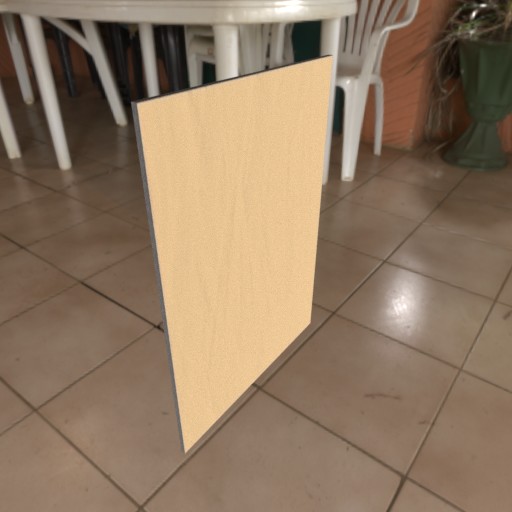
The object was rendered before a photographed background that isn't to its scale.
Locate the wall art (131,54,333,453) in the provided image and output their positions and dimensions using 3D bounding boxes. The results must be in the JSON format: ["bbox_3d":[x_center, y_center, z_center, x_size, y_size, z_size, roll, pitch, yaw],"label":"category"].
[{"bbox_3d":[0.000,0.000,1.442,0.016,1.116,0.810,21,38,30],"label":"wall art"}]
